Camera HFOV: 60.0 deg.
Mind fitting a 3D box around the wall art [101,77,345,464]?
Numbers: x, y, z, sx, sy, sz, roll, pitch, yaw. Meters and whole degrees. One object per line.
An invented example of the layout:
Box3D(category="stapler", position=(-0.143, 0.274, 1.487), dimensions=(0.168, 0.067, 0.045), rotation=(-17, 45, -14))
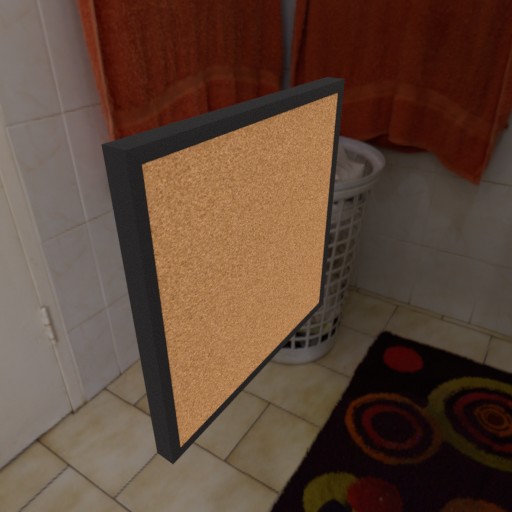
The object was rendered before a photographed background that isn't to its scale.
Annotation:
Box3D(category="wall art", position=(0.000, 0.000, 0.754), dimensions=(0.036, 0.503, 0.506), rotation=(20, 36, 29))
